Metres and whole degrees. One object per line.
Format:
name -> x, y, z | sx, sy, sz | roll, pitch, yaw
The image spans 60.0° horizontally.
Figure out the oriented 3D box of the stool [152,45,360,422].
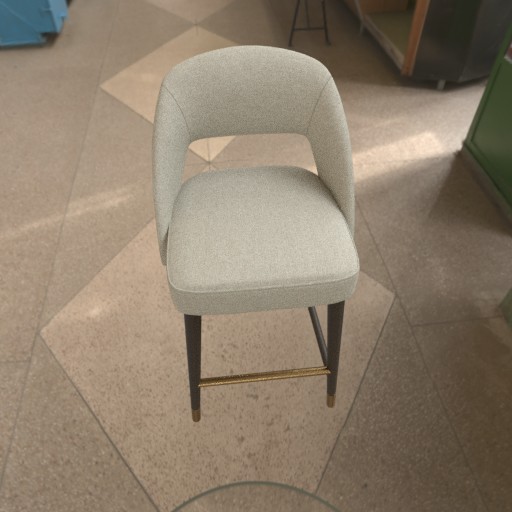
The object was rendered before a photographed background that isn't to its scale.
stool -> 0.000, 0.000, 1.228 | 0.494, 0.940, 0.509 | -5, 47, -4
